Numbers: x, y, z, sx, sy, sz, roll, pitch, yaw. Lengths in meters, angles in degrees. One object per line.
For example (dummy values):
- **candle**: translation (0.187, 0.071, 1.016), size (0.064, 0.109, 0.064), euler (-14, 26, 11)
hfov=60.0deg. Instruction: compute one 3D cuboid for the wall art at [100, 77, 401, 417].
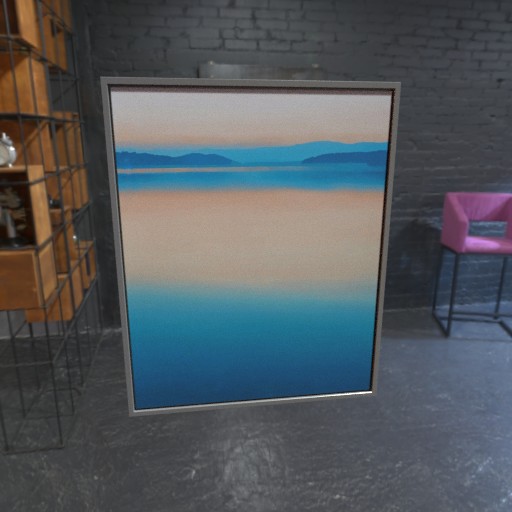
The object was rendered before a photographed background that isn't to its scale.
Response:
- **wall art**: translation (0.000, 0.000, 0.750), size (0.453, 0.554, 0.037), euler (-2, 15, -8)
